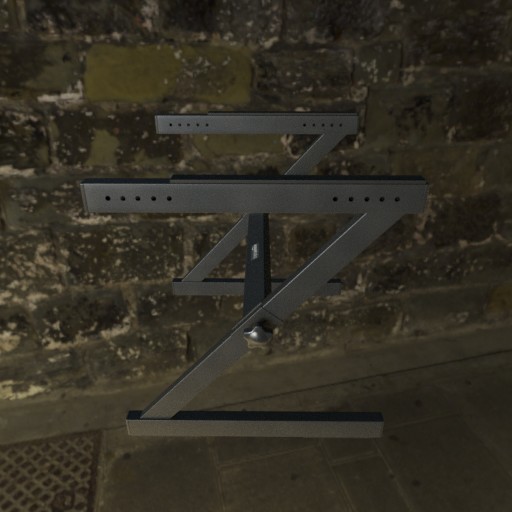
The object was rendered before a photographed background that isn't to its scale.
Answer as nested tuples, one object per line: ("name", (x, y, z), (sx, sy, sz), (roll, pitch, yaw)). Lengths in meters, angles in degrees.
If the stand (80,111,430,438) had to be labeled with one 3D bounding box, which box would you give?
("stand", (0.000, 0.000, 1.151), (0.586, 0.617, 0.700), (0, 28, 0))
